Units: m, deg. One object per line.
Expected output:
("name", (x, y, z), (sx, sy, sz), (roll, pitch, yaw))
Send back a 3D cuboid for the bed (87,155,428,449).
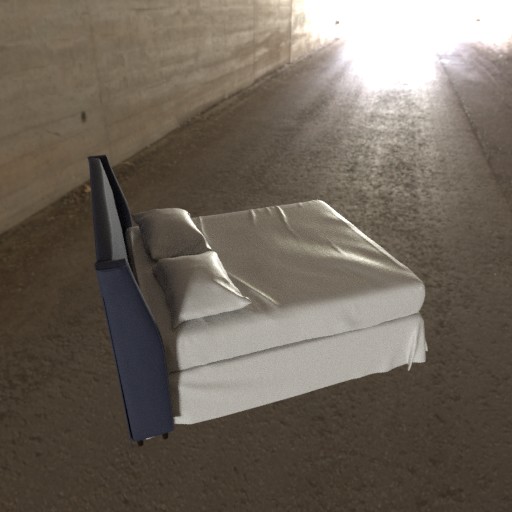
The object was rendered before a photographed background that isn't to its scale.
("bed", (0.000, 0.000, 3.483), (2.276, 1.332, 1.925), (-10, 31, -17))
